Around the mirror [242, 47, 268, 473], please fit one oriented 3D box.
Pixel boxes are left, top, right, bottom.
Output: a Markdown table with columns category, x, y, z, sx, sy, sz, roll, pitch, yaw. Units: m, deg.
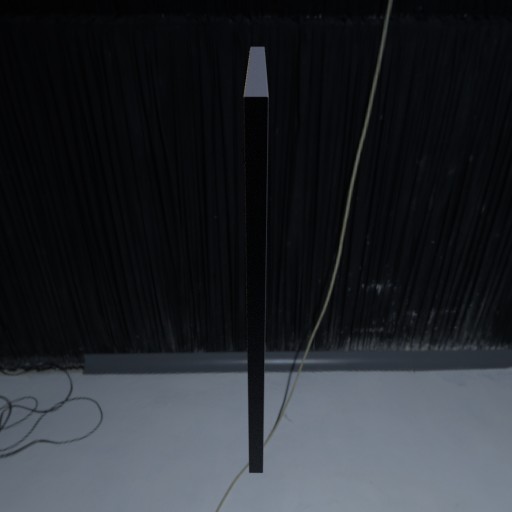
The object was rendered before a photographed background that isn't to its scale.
| category | x | y | z | sx | sy | sz | roll | pitch | yaw |
| --- | --- | --- | --- | --- | --- | --- | --- | --- | --- |
| mirror | 0.000 | 0.000 | 1.142 | 0.040 | 0.915 | 0.609 | 0 | 31 | 0 |
